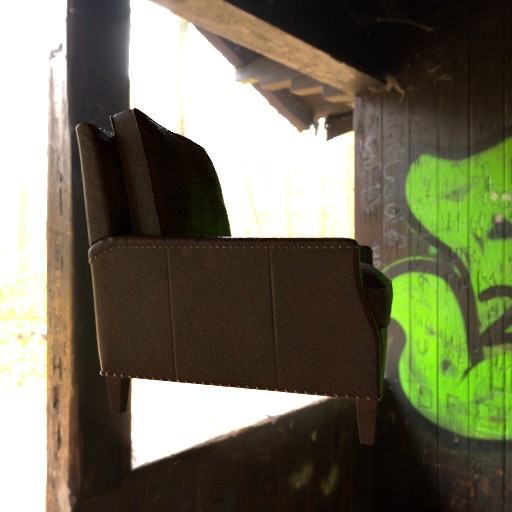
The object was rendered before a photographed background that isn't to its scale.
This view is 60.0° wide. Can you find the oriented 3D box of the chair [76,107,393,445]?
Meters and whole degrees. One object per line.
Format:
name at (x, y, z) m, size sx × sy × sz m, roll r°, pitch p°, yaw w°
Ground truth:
chair at (0.000, 0.000, 1.751) m, size 1.035 × 1.054 × 0.854 m, roll 0°, pitch 0°, yaw 17°
